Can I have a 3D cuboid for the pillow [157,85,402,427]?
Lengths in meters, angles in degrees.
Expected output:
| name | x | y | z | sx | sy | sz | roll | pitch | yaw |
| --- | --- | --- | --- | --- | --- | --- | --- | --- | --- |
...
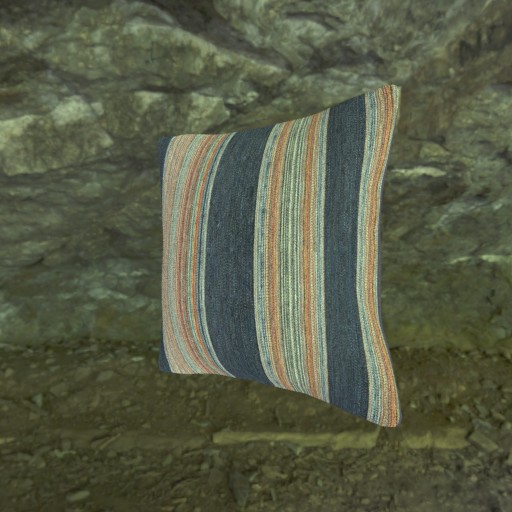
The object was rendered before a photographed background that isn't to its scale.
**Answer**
| name | x | y | z | sx | sy | sz | roll | pitch | yaw |
| --- | --- | --- | --- | --- | --- | --- | --- | --- | --- |
| pillow | 0.000 | 0.000 | 0.663 | 0.437 | 0.419 | 0.136 | 1 | 1 | 37 |
